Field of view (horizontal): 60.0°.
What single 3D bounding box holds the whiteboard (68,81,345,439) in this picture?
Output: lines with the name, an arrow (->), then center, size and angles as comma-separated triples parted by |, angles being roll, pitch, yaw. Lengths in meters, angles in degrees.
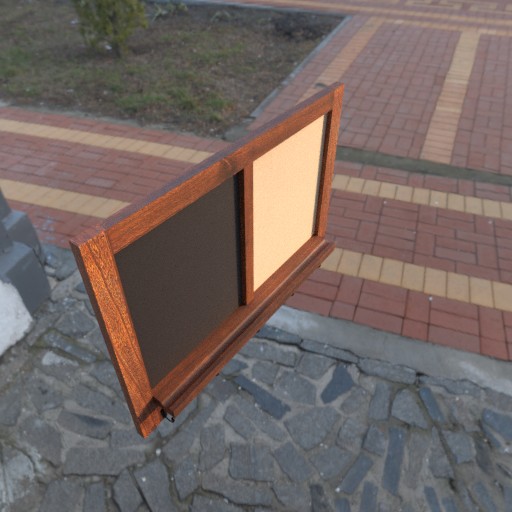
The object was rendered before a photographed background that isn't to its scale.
whiteboard -> 0.000, 0.000, 1.016 | 0.083, 0.553, 0.768 | 26, 48, 27
